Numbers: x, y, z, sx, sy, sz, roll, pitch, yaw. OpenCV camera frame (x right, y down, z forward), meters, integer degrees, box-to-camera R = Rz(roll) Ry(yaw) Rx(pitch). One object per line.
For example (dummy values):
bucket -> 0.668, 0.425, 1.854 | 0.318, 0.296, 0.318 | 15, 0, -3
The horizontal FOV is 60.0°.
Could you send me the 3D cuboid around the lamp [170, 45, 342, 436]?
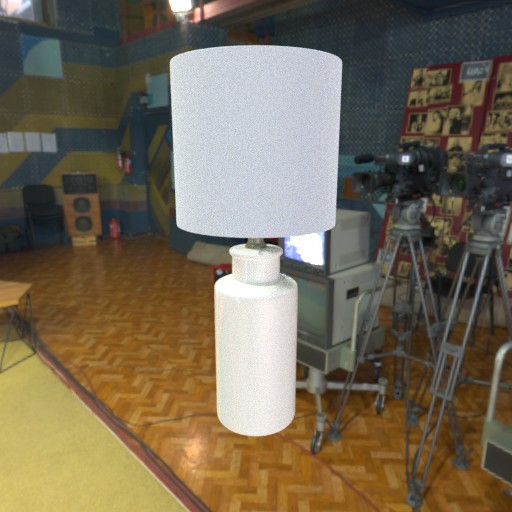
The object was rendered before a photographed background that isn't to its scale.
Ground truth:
lamp -> 0.000, 0.000, 0.612 | 0.212, 0.493, 0.212 | 2, 14, 9
